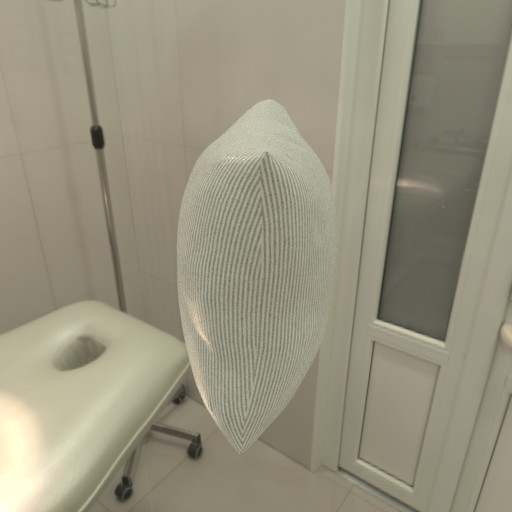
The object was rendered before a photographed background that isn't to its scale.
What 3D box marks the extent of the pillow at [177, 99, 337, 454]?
[{"bbox_3d":[0.000,0.000,0.707,0.310,0.432,0.387,18,31,33],"label":"pillow"}]
